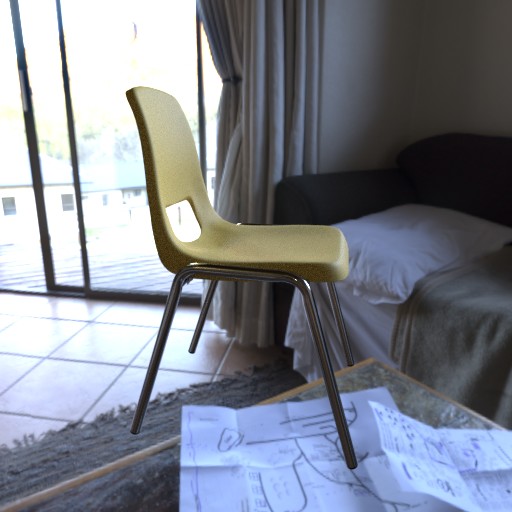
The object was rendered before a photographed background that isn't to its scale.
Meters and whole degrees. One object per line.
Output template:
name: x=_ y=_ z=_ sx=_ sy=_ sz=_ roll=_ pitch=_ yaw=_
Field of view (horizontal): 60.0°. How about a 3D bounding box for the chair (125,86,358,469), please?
chair: x=0.000 y=0.000 z=0.904 sx=0.436 sy=0.653 sz=0.381 roll=3 pitch=16 yaw=11
